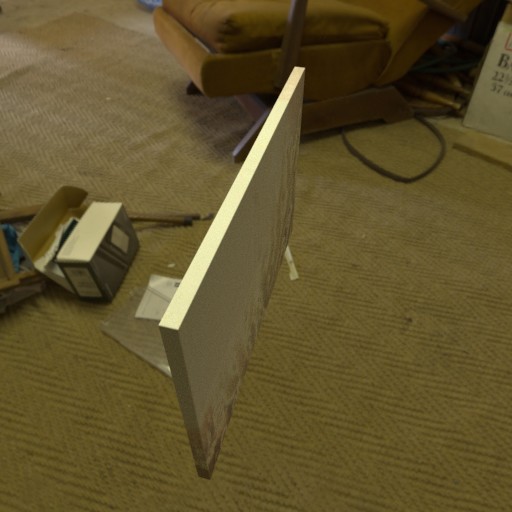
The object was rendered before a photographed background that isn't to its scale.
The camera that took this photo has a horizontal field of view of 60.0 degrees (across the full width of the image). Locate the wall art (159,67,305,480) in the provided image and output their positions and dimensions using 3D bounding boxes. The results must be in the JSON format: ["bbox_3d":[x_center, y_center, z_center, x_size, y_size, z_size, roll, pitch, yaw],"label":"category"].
[{"bbox_3d":[0.000,0.000,1.426,0.041,0.758,1.142,11,46,11],"label":"wall art"}]
